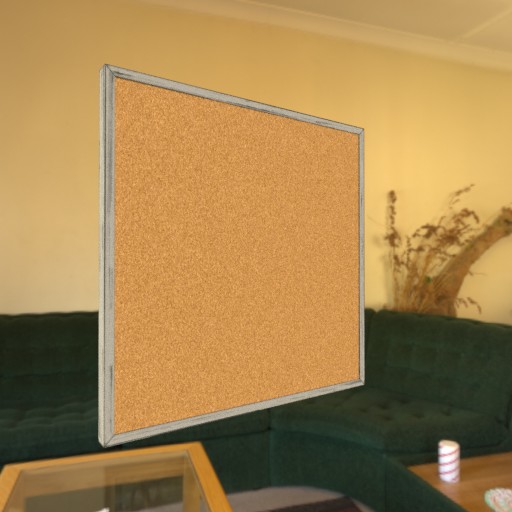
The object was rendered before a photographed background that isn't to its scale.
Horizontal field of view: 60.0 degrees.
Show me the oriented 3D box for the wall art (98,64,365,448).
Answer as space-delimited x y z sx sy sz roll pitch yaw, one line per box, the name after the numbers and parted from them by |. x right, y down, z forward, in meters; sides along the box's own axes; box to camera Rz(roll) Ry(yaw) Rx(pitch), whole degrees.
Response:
0.000 0.000 1.112 0.761 0.761 0.037 0 0 -35 | wall art
